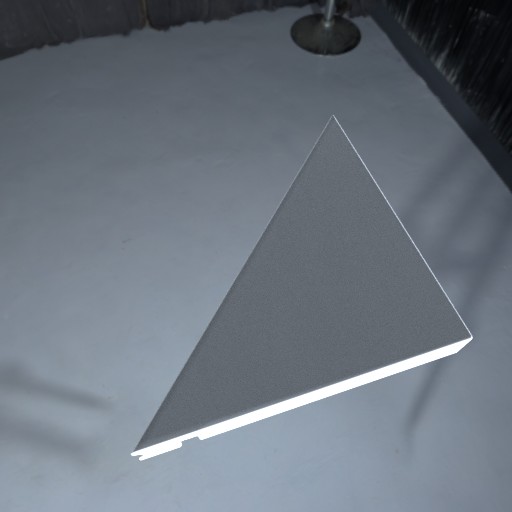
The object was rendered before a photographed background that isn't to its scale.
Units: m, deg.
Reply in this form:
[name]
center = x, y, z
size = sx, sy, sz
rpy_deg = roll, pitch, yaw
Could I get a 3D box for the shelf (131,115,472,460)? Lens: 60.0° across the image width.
[shelf]
center = 0.000, 0.000, 0.443
size = 0.296, 0.035, 0.296
rpy_deg = -16, 60, -10
